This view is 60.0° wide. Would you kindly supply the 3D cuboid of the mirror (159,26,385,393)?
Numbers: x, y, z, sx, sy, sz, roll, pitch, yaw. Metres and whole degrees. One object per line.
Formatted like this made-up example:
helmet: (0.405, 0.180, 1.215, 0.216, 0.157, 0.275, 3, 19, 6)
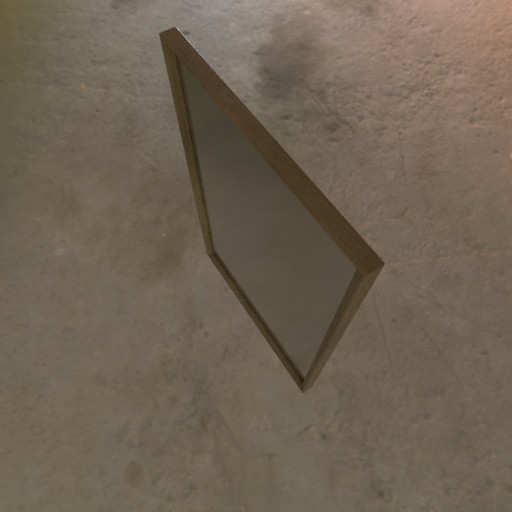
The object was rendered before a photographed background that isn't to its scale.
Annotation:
mirror: (0.000, 0.000, 1.140, 0.041, 0.915, 0.609, -31, 67, -15)
